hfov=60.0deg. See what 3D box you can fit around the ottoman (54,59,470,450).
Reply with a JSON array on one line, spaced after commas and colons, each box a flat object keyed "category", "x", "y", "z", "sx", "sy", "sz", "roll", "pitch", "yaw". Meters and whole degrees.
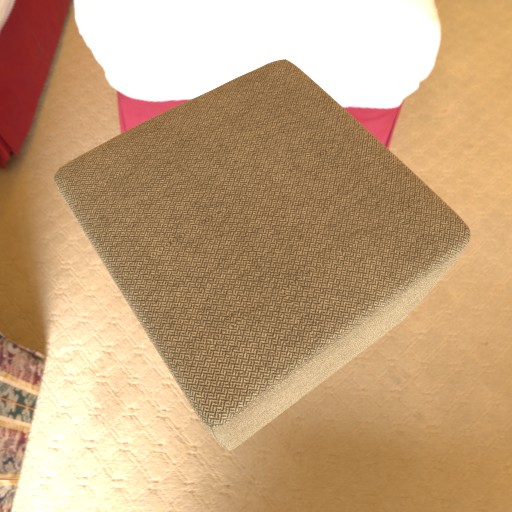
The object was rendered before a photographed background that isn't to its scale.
[{"category": "ottoman", "x": 0.000, "y": 0.000, "z": 0.893, "sx": 0.512, "sy": 0.453, "sz": 0.519, "roll": -32, "pitch": 67, "yaw": -15}]
